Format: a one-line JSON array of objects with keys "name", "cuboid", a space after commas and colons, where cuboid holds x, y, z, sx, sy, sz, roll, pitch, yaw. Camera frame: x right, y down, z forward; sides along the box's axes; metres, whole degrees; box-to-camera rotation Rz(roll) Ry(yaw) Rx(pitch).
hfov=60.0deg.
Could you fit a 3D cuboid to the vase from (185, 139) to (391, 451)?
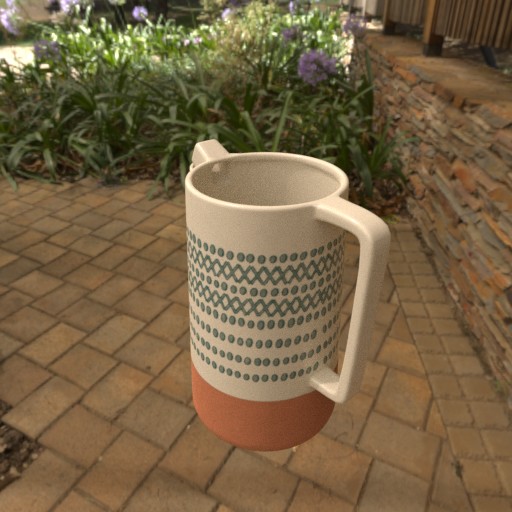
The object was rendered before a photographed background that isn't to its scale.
[{"name": "vase", "cuboid": [0.000, 0.000, 0.459, 0.168, 0.247, 0.326, 0, 30, 0]}]
